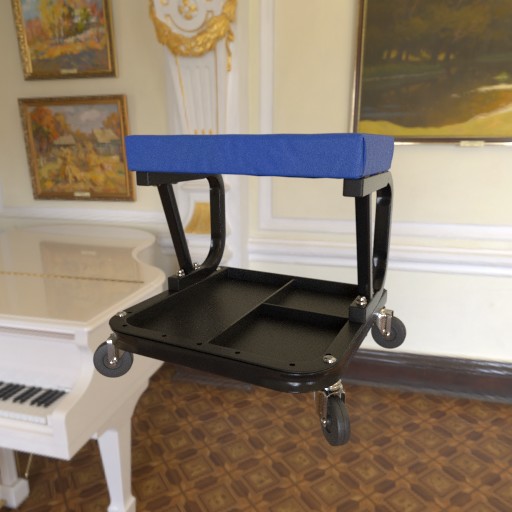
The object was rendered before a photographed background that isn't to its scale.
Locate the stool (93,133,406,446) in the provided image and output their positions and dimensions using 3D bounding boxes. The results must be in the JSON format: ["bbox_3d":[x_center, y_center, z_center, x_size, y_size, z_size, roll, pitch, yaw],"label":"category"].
[{"bbox_3d":[0.000,0.000,0.719,0.446,0.380,0.371,7,16,25],"label":"stool"}]
